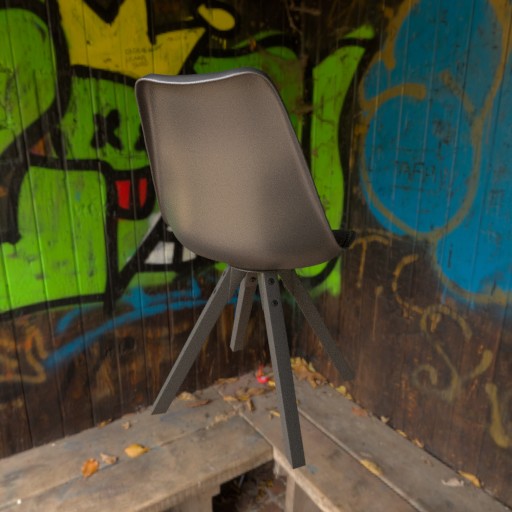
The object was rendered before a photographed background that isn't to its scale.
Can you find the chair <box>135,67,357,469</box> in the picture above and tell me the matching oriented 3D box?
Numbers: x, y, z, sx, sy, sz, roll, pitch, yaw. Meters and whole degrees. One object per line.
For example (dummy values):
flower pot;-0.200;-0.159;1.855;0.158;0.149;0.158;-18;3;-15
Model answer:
chair;0.000;0.000;1.156;0.485;0.850;0.530;8;18;27
